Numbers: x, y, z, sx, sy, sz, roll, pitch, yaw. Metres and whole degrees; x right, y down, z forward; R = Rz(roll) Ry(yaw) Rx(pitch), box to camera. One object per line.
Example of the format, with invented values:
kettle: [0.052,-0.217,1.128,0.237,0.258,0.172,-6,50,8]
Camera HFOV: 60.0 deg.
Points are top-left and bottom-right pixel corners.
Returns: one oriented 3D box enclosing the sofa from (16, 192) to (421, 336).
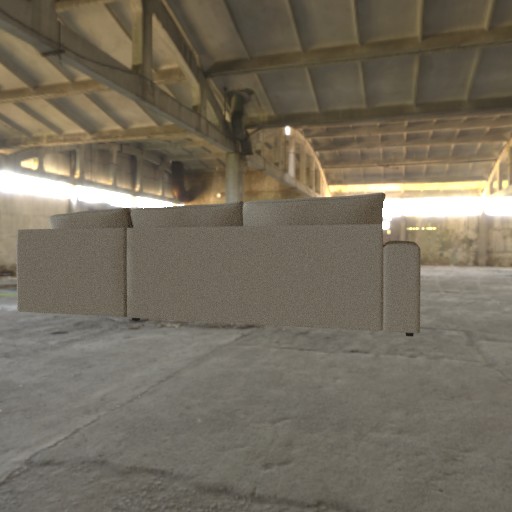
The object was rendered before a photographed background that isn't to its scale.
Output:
sofa: [0.000,0.000,4.647,3.066,0.918,3.206,0,1,17]
